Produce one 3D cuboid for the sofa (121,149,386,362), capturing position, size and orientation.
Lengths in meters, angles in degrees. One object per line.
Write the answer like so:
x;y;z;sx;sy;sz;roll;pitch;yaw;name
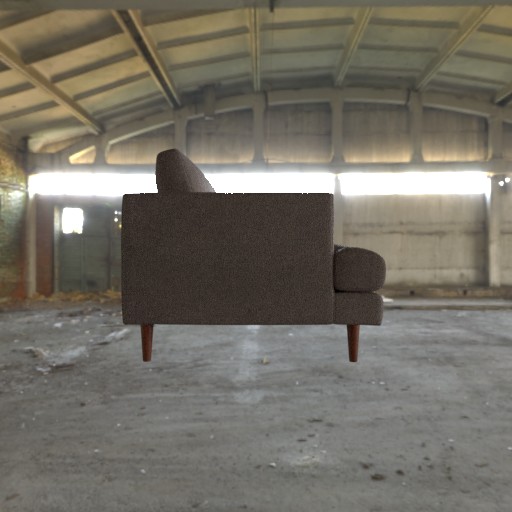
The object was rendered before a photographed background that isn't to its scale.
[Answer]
0.000;0.000;2.806;1.020;0.868;2.250;0;-1;1;sofa
